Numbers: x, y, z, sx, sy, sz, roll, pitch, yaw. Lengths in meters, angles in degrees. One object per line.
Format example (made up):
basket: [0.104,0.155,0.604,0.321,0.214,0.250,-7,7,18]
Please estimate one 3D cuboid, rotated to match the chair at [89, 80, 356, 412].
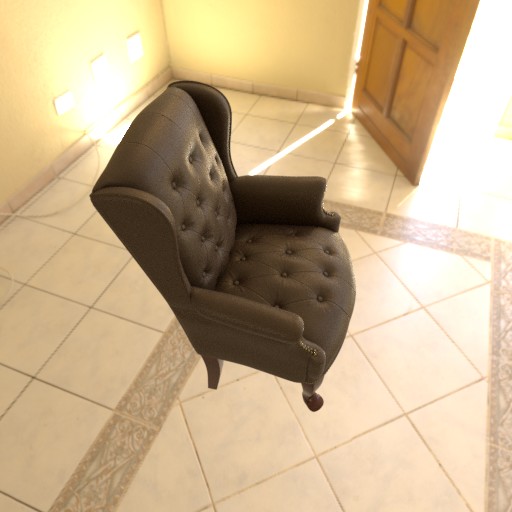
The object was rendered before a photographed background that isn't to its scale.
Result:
chair: [0.000,0.000,1.729,0.819,1.132,0.829,9,47,8]
